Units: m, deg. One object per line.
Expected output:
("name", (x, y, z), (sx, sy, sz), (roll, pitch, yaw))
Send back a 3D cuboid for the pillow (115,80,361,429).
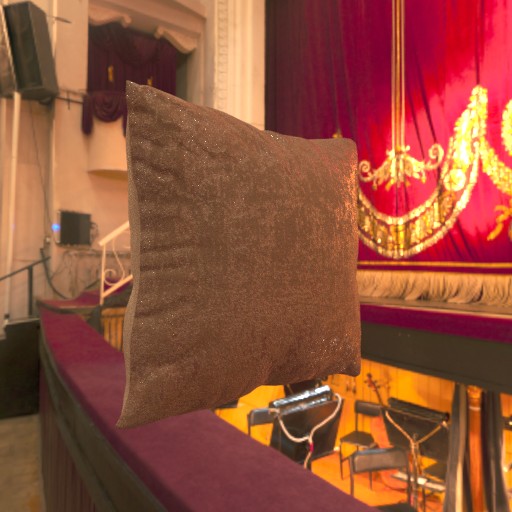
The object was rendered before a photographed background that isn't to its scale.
("pillow", (0.000, 0.000, 0.706), (0.450, 0.448, 0.245), (1, -2, -37))
